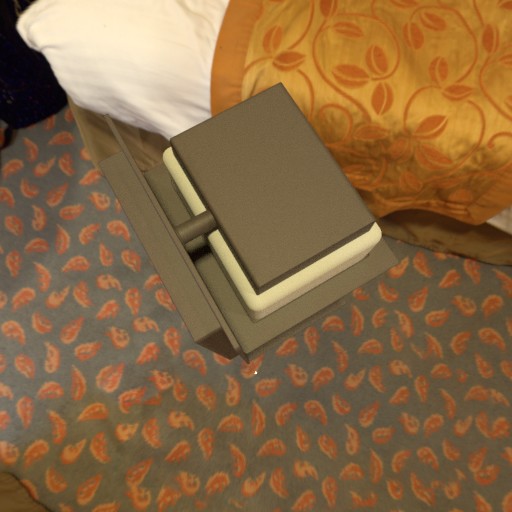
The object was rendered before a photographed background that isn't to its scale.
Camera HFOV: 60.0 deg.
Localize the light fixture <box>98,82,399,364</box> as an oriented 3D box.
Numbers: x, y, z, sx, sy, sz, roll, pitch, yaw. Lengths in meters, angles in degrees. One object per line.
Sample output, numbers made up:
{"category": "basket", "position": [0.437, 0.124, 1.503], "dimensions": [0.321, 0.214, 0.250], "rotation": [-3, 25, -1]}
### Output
{"category": "light fixture", "position": [0.000, 0.000, 0.409], "dimensions": [0.146, 0.347, 0.153], "rotation": [-30, 77, -7]}
